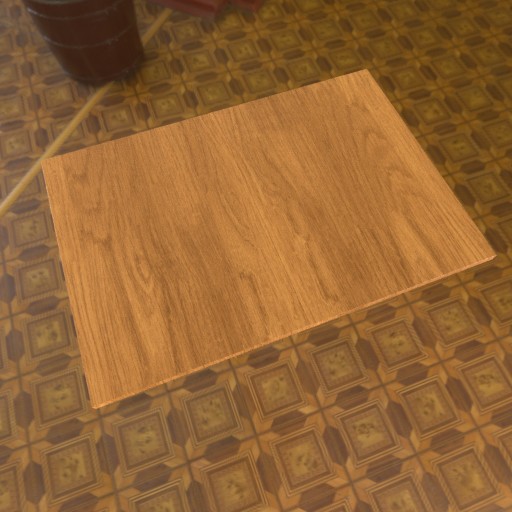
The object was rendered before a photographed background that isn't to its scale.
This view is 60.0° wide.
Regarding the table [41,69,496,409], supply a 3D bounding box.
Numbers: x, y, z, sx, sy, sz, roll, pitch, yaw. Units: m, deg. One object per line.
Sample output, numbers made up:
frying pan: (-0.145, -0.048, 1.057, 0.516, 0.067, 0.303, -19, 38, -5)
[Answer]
table: (0.000, 0.000, 1.841, 1.300, 0.770, 0.900, -19, 65, -9)
